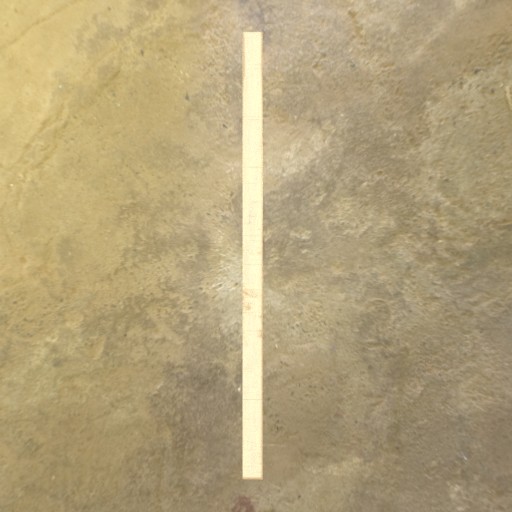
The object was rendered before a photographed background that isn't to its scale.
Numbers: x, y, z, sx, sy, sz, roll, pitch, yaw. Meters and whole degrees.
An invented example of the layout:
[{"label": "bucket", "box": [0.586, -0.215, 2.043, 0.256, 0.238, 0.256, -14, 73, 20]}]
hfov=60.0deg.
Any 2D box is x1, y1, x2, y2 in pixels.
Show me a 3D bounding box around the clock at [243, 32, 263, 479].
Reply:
[{"label": "clock", "box": [0.000, 0.000, 1.051, 0.032, 0.705, 0.705, 0, 90, 1]}]
